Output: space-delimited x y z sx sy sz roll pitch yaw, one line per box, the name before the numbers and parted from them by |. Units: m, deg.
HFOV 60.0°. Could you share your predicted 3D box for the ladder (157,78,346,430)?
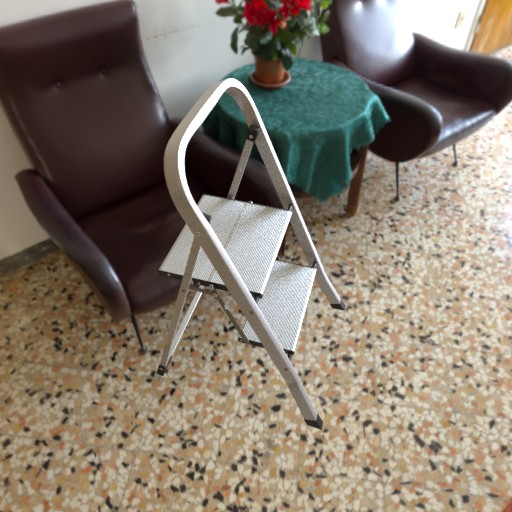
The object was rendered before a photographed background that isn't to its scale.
ladder | 0.000 0.000 1.178 0.530 0.830 0.465 12 48 11
